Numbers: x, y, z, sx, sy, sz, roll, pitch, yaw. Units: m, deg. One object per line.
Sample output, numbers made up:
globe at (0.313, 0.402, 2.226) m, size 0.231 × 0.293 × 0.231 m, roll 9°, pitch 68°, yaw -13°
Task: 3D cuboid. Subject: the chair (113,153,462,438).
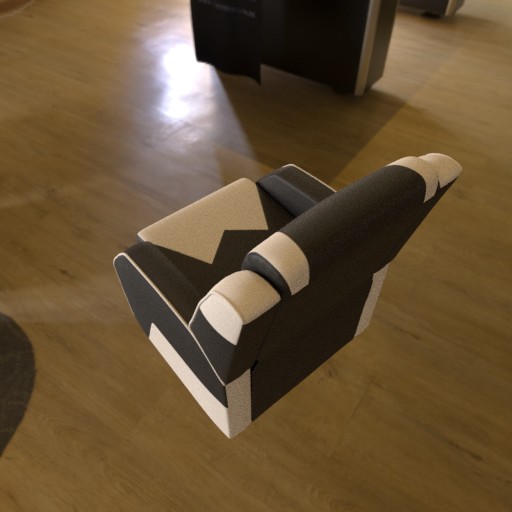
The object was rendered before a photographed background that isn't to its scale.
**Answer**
chair at (0.000, 0.000, 1.255) m, size 0.620 × 0.805 × 0.672 m, roll -32°, pitch 56°, yaw -25°
